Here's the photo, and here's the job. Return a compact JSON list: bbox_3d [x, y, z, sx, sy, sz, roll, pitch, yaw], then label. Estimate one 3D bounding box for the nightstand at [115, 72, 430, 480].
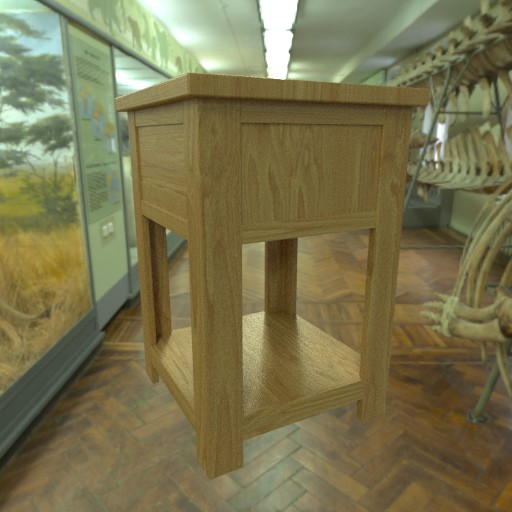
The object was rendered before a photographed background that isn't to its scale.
[{"bbox_3d":[0.000,0.000,0.890,0.418,0.614,0.428,-8,17,-27],"label":"nightstand"}]
